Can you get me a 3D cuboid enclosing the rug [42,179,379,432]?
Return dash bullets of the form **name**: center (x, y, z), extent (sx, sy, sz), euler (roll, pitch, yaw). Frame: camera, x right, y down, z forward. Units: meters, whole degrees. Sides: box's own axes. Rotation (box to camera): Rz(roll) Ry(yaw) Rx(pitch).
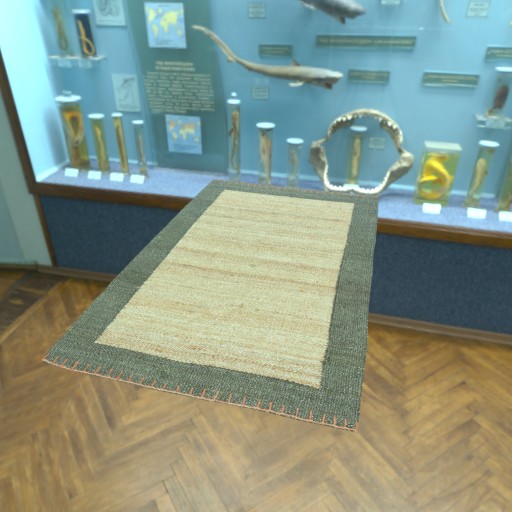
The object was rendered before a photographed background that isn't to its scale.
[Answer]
- **rug**: center (0.000, 0.000, 2.927), extent (1.521, 0.006, 2.435), euler (8, 32, 13)
